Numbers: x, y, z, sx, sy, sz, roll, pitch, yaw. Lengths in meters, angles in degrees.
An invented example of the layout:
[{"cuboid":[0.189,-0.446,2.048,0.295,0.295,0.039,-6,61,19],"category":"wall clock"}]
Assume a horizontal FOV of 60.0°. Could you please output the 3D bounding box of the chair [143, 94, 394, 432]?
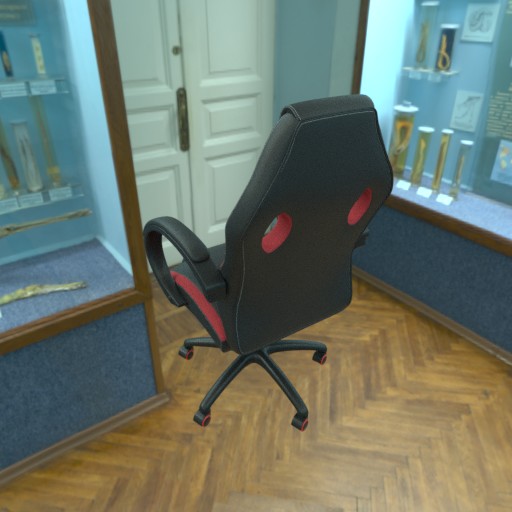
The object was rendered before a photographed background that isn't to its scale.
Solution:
[{"cuboid":[0.000,0.000,1.605,0.673,1.187,0.724,-19,35,-29],"category":"chair"}]
